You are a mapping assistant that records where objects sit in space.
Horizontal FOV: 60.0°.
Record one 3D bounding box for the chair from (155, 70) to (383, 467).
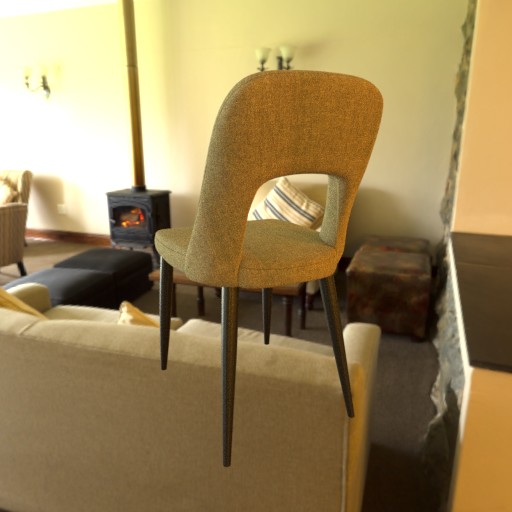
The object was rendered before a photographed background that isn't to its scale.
[{"bbox_3d":[0.000,0.000,1.278,0.470,0.931,0.612,-8,17,-27],"label":"chair"}]
